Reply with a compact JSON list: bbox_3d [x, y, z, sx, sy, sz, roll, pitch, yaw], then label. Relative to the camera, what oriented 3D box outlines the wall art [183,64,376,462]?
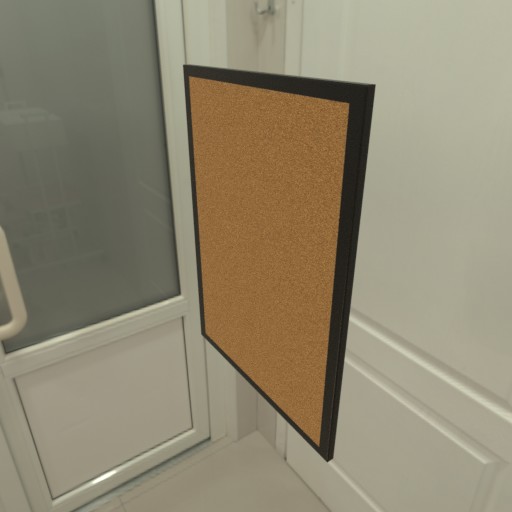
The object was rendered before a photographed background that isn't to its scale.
[{"bbox_3d":[0.000,0.000,0.855,0.016,0.657,0.480,-18,32,-31],"label":"wall art"}]
